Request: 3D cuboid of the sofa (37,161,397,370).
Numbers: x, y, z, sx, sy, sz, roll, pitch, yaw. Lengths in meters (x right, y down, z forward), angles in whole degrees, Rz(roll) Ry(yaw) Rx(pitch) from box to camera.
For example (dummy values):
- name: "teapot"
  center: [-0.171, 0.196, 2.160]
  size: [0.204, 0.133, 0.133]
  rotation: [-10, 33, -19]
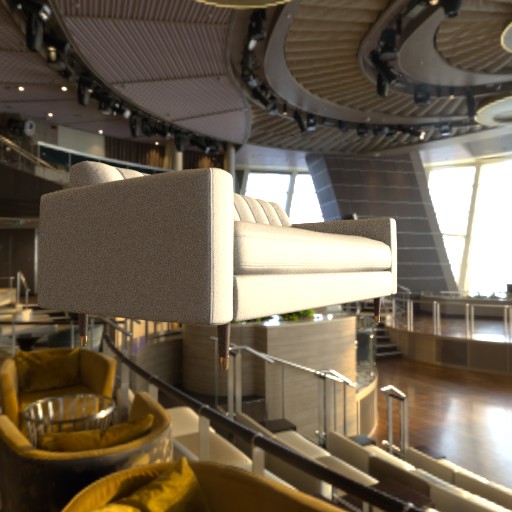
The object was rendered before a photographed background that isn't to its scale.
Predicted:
- name: "sofa"
  center: [0.000, 0.000, 2.365]
  size: [0.969, 0.814, 1.895]
  rotation: [-1, -2, 35]
